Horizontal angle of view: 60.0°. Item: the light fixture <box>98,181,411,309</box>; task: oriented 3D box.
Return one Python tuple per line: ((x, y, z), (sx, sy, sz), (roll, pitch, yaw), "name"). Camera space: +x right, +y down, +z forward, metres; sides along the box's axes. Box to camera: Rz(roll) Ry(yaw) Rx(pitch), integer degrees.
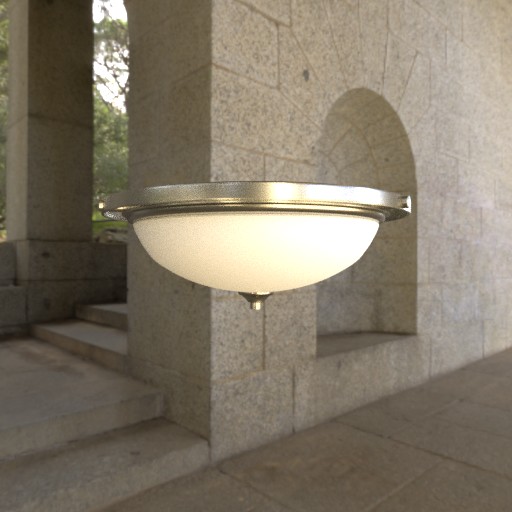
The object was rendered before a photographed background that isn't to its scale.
((0.000, 0.000, 0.546), (0.361, 0.130, 0.361), (0, 0, 0), "light fixture")
